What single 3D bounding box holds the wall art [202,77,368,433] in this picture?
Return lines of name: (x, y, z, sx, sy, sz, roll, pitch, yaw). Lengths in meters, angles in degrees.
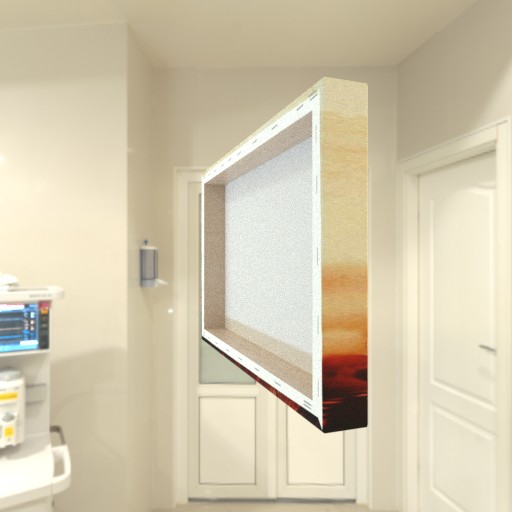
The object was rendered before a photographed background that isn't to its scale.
wall art: (0.000, 0.000, 0.497, 0.037, 0.251, 0.383, 0, 0, -20)
